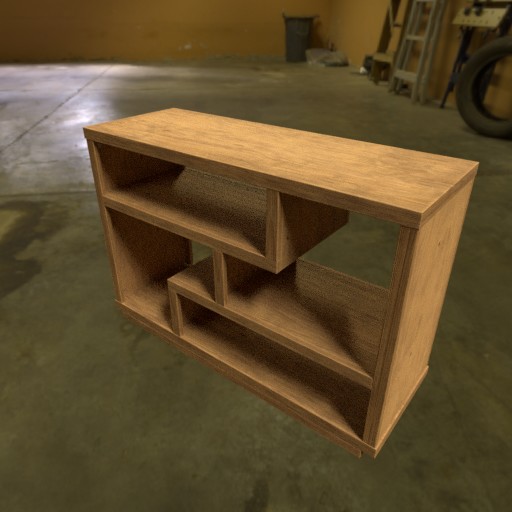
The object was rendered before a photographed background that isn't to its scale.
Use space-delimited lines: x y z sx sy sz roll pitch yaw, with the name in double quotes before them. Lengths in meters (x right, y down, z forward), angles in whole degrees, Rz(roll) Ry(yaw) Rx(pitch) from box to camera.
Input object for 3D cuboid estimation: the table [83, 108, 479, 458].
"table" 0.000 0.000 1.500 1.151 0.771 0.410 21 35 32
